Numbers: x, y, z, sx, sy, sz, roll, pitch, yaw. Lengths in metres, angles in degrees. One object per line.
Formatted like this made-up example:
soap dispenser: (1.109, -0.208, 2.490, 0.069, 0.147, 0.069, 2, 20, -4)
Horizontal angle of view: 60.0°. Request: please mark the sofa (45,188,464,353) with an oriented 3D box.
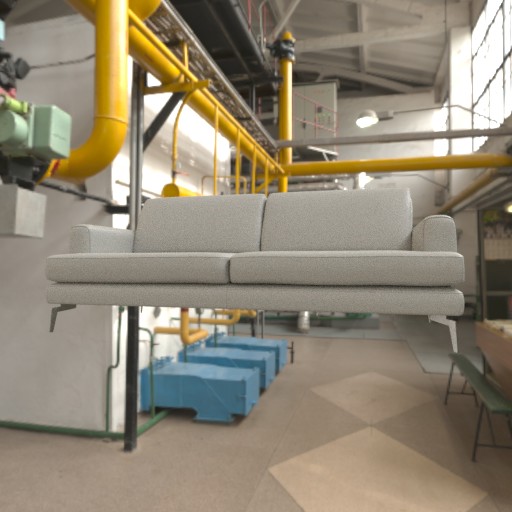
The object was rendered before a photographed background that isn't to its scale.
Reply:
sofa: (0.000, 0.000, 2.411, 1.940, 0.765, 0.974, 0, -1, 15)
